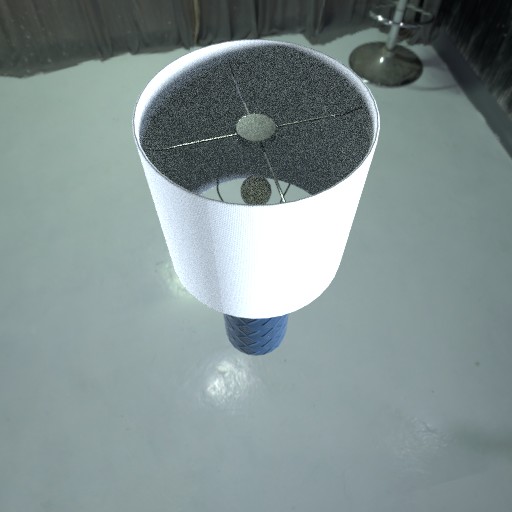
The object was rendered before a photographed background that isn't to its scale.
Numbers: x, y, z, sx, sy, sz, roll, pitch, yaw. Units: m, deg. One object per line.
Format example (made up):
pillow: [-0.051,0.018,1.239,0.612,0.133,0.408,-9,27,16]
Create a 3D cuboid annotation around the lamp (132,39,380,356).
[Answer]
lamp: [0.000,0.000,0.568,0.207,0.461,0.207,-13,59,-8]
